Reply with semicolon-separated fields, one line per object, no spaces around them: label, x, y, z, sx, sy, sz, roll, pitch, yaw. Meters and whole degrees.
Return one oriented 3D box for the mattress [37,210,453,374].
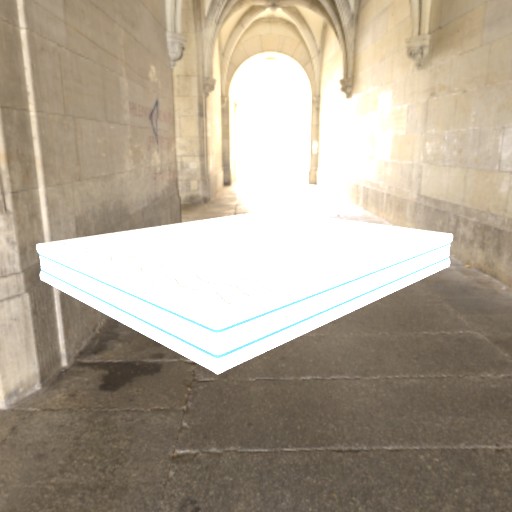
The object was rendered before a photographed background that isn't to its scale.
mattress;0.000;0.000;2.729;1.600;0.230;2.000;13;19;43
